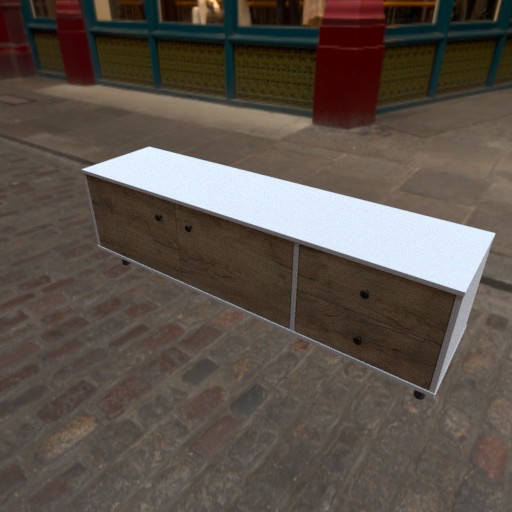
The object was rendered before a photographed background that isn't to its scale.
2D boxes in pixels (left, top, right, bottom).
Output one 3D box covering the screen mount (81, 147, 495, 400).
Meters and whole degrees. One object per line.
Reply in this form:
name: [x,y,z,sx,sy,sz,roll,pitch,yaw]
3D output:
screen mount: [0.000,0.000,1.815,1.600,0.520,0.418,20,36,29]
